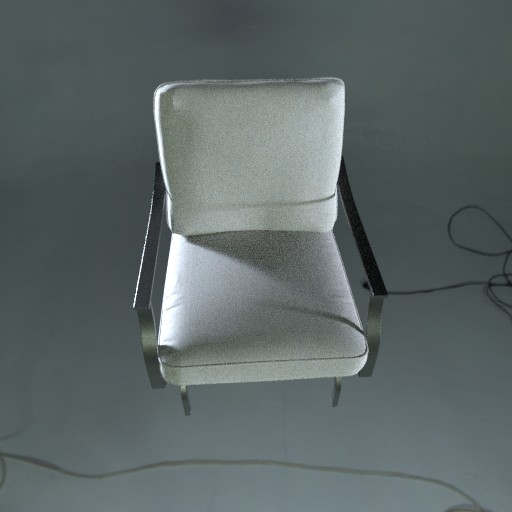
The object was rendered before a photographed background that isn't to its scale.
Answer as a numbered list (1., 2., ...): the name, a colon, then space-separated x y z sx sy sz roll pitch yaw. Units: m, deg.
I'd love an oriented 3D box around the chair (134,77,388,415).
1. chair: 0.000 0.000 1.410 0.650 0.860 0.787 -3 48 -2
